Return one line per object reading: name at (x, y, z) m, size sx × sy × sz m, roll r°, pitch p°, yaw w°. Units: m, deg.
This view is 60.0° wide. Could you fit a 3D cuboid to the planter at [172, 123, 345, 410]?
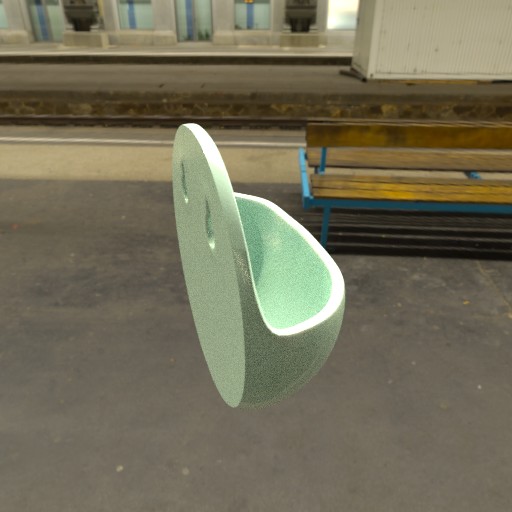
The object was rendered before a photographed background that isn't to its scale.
planter at (0.000, 0.000, 0.280) m, size 0.073 × 0.164 × 0.189 m, roll -10°, pitch 31°, yaw -17°
